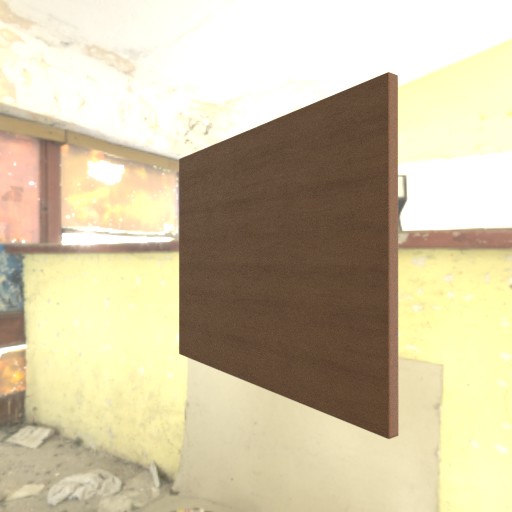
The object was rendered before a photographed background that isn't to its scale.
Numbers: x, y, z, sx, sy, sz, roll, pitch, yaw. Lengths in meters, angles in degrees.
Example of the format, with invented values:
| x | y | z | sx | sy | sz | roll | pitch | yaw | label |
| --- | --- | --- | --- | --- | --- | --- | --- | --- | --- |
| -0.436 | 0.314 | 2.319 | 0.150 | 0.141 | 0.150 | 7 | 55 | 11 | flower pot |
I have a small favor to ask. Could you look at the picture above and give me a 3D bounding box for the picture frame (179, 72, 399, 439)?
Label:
| x | y | z | sx | sy | sz | roll | pitch | yaw | label |
| --- | --- | --- | --- | --- | --- | --- | --- | --- | --- |
| 0.000 | 0.000 | 1.780 | 0.045 | 1.018 | 1.329 | 0 | 0 | -35 | picture frame |
